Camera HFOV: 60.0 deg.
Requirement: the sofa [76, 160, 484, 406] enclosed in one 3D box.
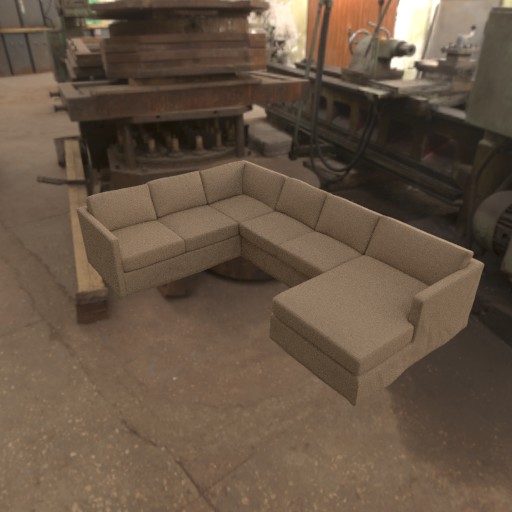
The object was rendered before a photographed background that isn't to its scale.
[{"bbox_3d":[0.000,0.000,4.512,2.427,0.882,3.460,-21,35,-32],"label":"sofa"}]
